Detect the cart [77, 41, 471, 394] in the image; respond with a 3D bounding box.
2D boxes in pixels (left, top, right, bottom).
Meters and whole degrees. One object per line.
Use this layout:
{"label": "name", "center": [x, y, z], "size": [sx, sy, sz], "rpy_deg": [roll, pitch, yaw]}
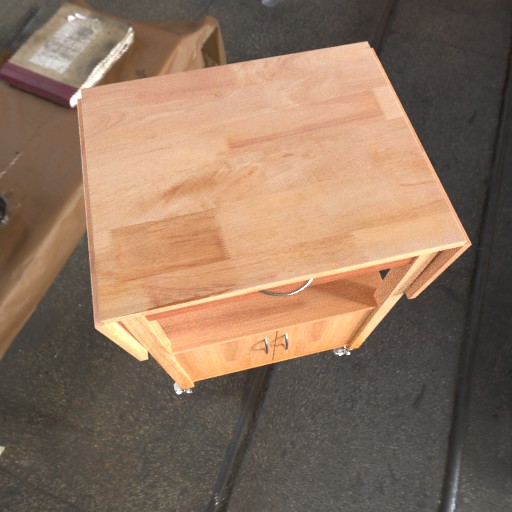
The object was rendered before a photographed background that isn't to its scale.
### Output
{"label": "cart", "center": [0.000, 0.000, 1.193], "size": [0.640, 0.838, 0.508], "rpy_deg": [-12, 65, -6]}
